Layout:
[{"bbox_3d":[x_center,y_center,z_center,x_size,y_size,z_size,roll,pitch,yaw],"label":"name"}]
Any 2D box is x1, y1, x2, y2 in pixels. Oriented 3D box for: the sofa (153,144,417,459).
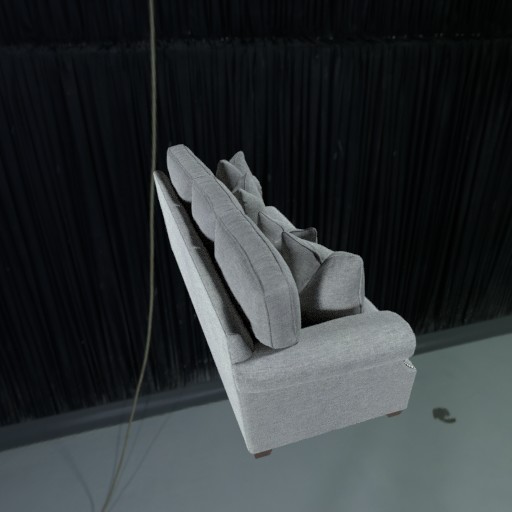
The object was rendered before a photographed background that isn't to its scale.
[{"bbox_3d":[0.000,0.000,2.844,0.965,0.975,2.312,-9,30,-17],"label":"sofa"}]
